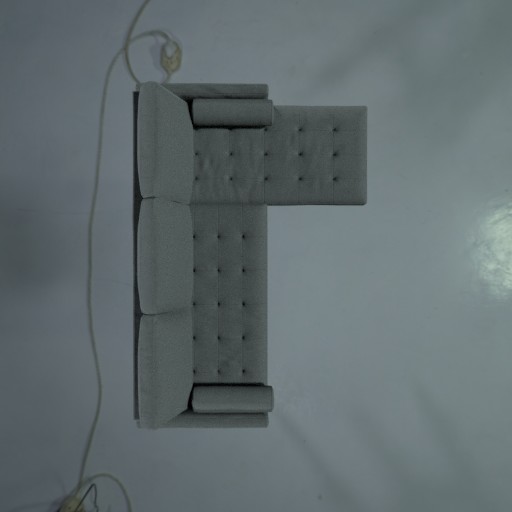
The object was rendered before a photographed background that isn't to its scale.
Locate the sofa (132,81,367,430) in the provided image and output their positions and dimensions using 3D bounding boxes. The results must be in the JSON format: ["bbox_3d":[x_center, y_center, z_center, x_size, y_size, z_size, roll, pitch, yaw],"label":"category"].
[{"bbox_3d":[0.000,0.000,2.943,1.506,0.876,2.178,0,90,-1],"label":"sofa"}]
